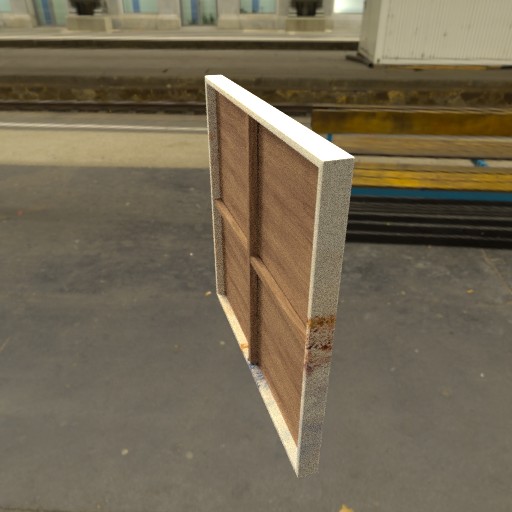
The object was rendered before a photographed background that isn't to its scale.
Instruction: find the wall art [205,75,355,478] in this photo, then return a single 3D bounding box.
[{"bbox_3d":[0.000,0.000,1.595,0.071,1.061,1.061,-10,32,-16],"label":"wall art"}]
